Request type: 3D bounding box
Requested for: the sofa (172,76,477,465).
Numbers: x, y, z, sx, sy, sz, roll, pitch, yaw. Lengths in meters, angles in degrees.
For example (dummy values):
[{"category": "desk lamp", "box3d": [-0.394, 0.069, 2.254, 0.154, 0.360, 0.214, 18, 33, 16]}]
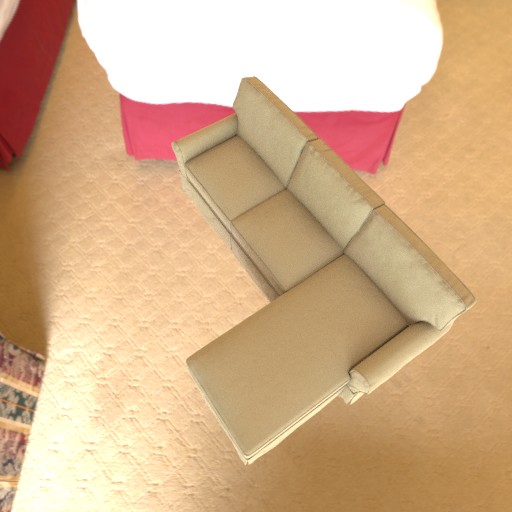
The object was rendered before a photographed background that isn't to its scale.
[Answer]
[{"category": "sofa", "box3d": [0.000, 0.000, 3.310, 1.733, 0.978, 2.475, -32, 67, -15]}]
